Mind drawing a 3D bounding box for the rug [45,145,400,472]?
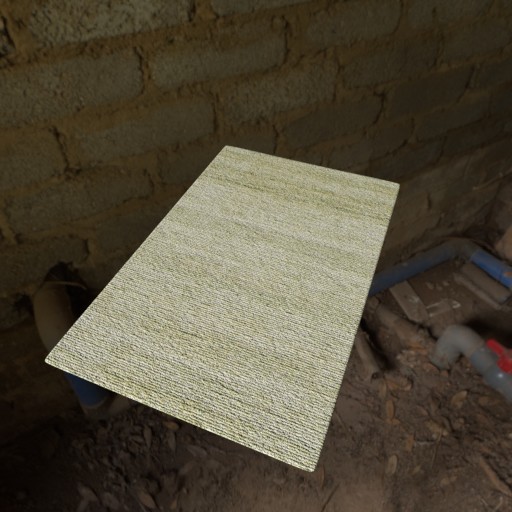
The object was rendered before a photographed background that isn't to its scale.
[{"bbox_3d":[0.000,0.000,2.210,1.143,0.010,1.758,16,48,15],"label":"rug"}]
